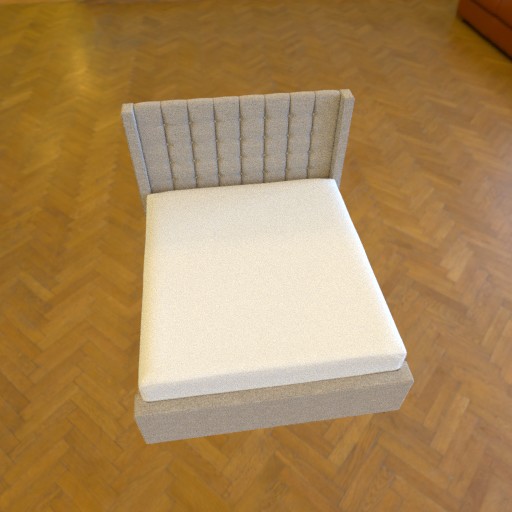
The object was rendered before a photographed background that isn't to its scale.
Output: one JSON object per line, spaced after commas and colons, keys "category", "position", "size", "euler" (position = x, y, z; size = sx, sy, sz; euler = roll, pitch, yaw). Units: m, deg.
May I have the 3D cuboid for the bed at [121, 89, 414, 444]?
{"category": "bed", "position": [0.000, 0.000, 3.793], "size": [2.044, 1.748, 2.372], "euler": [-6, 47, -5]}
